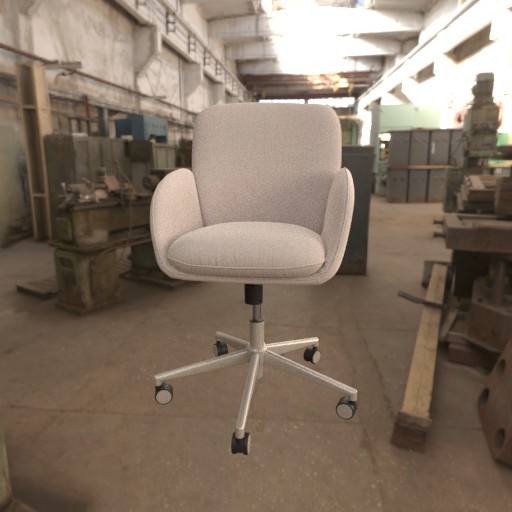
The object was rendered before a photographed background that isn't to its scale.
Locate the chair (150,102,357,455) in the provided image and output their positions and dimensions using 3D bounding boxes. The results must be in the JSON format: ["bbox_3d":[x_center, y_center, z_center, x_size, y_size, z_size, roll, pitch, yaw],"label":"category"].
[{"bbox_3d":[0.000,0.000,1.367,0.648,0.959,0.633,2,14,8],"label":"chair"}]
